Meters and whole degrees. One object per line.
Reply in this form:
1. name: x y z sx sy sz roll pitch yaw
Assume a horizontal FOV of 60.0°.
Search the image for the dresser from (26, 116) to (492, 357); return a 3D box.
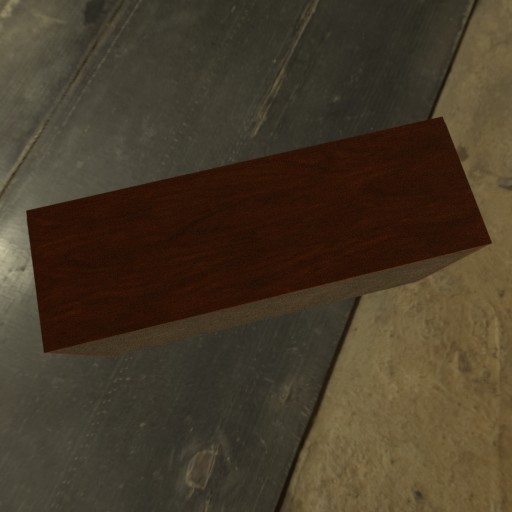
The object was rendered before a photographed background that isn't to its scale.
1. dresser: 0.000 0.000 1.901 1.472 0.889 0.500 -13 77 -3
